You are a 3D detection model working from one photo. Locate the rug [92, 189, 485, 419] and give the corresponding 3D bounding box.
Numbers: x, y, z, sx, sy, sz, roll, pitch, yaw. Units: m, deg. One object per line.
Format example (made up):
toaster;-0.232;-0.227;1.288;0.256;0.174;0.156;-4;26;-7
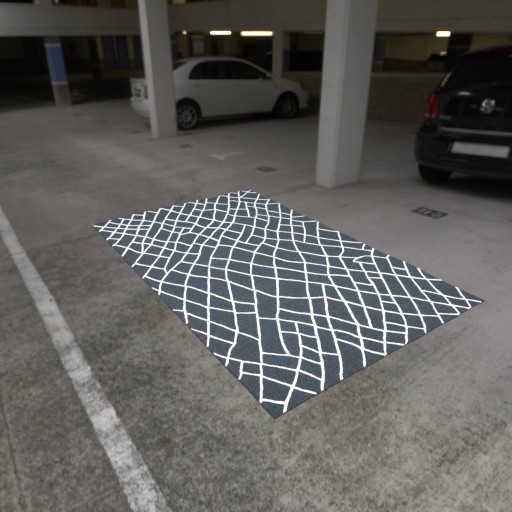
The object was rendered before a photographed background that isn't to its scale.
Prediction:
rug;0.000;0.000;3.065;1.529;0.017;2.448;-18;32;-31
